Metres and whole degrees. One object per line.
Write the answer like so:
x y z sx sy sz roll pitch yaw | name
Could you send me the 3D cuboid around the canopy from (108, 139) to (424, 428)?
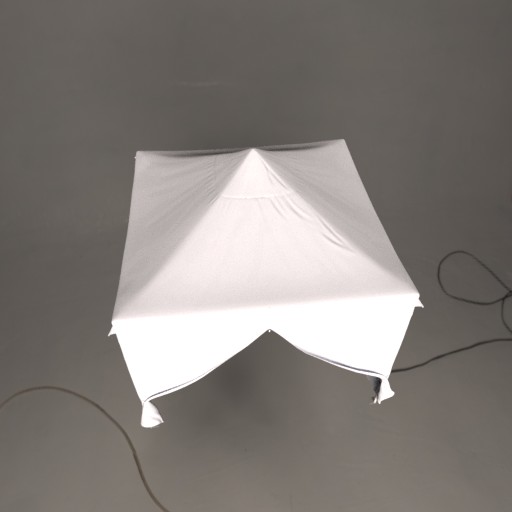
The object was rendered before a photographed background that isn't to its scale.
0.000 0.000 5.577 3.043 2.997 3.121 -5 45 -5 | canopy
